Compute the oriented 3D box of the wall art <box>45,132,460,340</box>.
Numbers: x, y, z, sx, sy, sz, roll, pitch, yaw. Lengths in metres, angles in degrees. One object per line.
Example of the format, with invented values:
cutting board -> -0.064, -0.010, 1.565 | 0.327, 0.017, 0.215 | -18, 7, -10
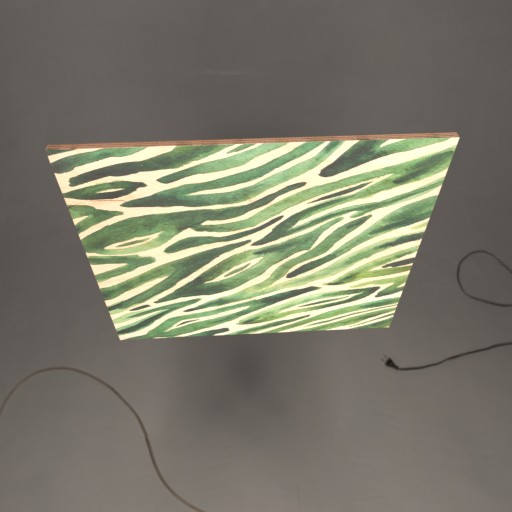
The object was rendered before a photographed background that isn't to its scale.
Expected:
wall art -> 0.000, 0.000, 0.693 | 0.508, 0.408, 0.012 | -2, 46, -2
